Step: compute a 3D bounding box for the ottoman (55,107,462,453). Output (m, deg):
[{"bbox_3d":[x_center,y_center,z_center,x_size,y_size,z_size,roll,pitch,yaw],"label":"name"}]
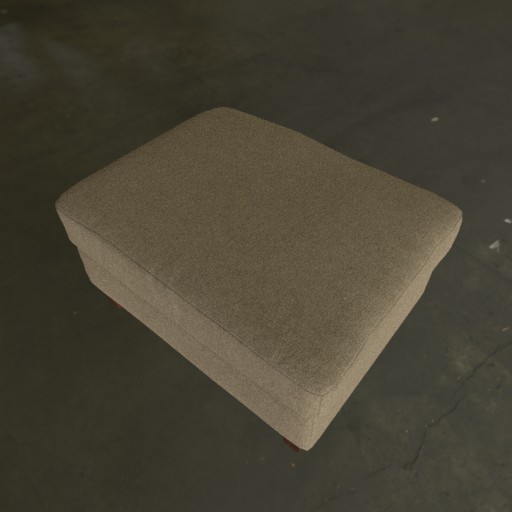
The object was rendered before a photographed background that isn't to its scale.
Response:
[{"bbox_3d":[0.000,0.000,1.311,0.889,0.511,0.692,31,54,26],"label":"ottoman"}]
